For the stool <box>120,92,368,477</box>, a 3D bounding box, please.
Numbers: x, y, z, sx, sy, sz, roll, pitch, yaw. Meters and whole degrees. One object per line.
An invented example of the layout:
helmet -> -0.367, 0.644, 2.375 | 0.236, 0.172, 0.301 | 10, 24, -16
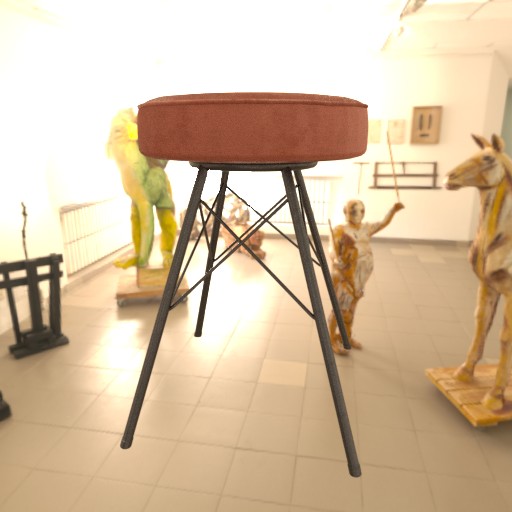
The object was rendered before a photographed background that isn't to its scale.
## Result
stool -> 0.000, 0.000, 0.879 | 0.421, 0.593, 0.457 | 3, 16, 9
